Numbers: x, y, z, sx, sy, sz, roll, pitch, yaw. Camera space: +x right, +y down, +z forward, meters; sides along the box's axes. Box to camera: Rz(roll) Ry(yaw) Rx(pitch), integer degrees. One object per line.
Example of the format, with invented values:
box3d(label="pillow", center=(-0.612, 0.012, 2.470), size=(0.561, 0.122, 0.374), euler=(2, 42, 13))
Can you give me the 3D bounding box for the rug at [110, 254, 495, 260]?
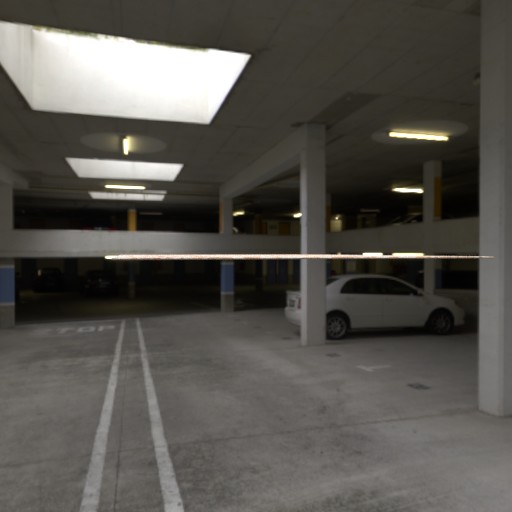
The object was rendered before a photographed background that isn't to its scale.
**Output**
box3d(label="rug", center=(0.000, 0.000, 4.079), size=(2.441, 0.011, 3.050), euler=(0, 1, -16))
